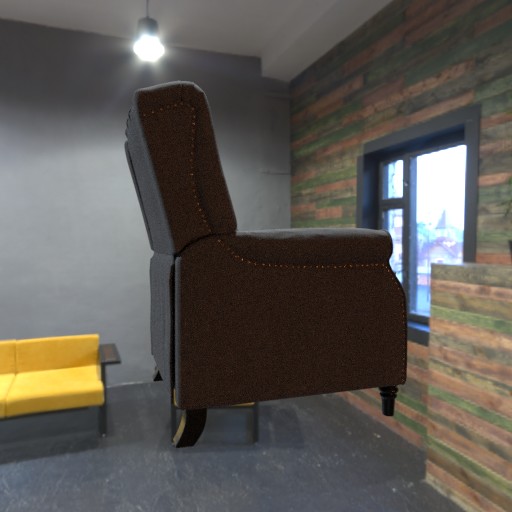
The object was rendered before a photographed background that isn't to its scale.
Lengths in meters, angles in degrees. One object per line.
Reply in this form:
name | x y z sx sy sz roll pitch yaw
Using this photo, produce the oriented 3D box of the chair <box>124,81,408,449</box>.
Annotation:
chair | 0.000 0.000 1.611 0.898 1.035 0.742 -1 2 -19
